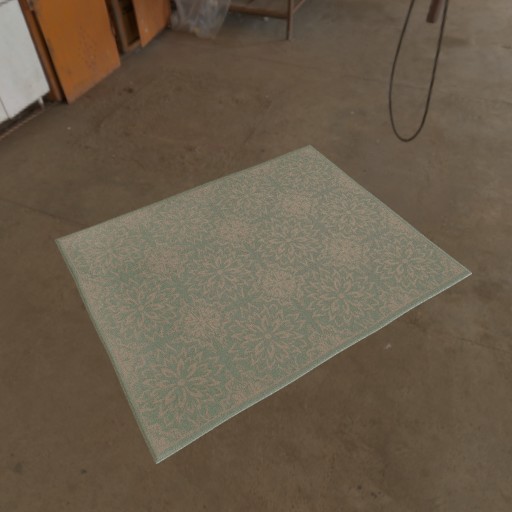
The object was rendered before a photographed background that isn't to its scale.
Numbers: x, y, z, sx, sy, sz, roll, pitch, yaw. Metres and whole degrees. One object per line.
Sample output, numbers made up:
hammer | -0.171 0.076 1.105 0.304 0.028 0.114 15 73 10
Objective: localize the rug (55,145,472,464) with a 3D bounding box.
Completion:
rug | 0.000 0.000 4.017 2.980 0.012 2.363 -25 52 -21
